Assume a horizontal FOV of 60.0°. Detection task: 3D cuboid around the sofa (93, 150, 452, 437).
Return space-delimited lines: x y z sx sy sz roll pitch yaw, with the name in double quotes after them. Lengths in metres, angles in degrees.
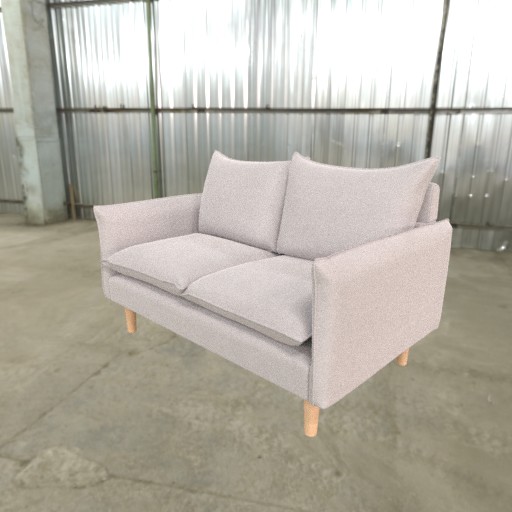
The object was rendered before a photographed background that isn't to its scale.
0.000 0.000 1.859 1.300 0.840 0.820 15 21 42 "sofa"
